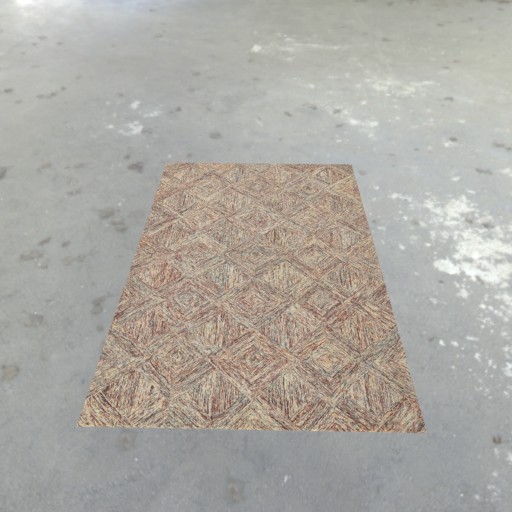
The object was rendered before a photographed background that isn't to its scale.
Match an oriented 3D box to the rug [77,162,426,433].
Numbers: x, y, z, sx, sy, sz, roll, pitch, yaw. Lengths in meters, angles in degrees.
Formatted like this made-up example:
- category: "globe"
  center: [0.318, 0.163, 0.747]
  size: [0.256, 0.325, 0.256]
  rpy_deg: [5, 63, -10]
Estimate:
- category: "rug"
  center: [0.000, 0.000, 2.785]
  size: [1.523, 0.019, 2.285]
  rpy_deg: [1, 41, 1]
